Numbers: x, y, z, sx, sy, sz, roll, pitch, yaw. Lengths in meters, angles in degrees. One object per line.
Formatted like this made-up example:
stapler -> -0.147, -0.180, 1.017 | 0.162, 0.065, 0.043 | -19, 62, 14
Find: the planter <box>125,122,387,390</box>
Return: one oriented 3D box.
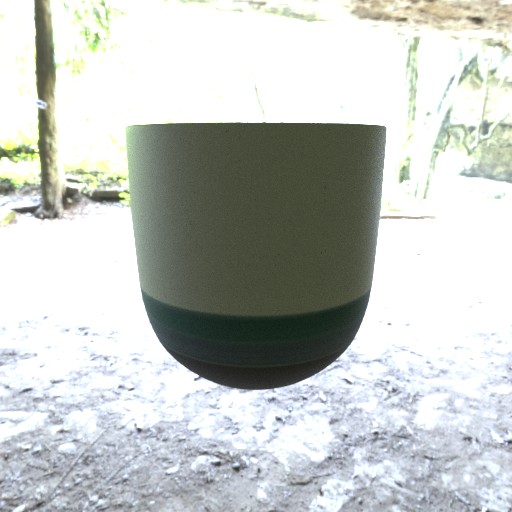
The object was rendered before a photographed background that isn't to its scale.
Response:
planter -> 0.000, 0.000, 0.384 | 0.204, 0.214, 0.204 | 0, 15, 0
